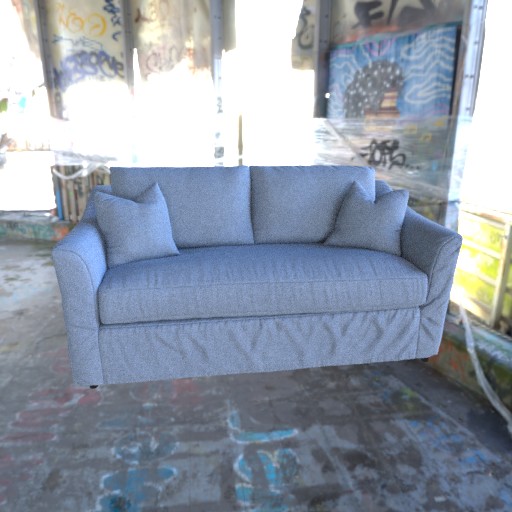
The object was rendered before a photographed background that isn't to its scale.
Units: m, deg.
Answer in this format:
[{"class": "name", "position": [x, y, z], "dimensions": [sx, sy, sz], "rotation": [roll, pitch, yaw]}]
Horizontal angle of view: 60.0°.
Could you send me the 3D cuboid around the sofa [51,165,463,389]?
[{"class": "sofa", "position": [0.000, 0.000, 2.637], "dimensions": [2.010, 1.018, 1.072], "rotation": [-2, 17, -8]}]
